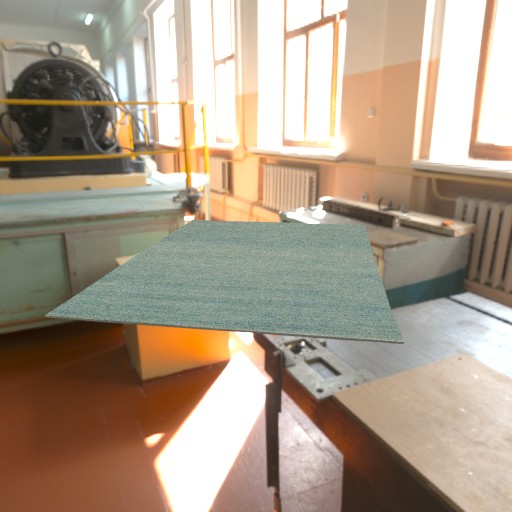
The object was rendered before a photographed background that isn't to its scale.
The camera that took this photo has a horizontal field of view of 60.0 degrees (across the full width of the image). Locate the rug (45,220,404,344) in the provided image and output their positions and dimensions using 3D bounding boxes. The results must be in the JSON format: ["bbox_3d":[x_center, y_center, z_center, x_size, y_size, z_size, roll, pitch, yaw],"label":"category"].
[{"bbox_3d":[0.000,0.000,2.991,1.593,0.029,2.305,3,16,9],"label":"rug"}]
